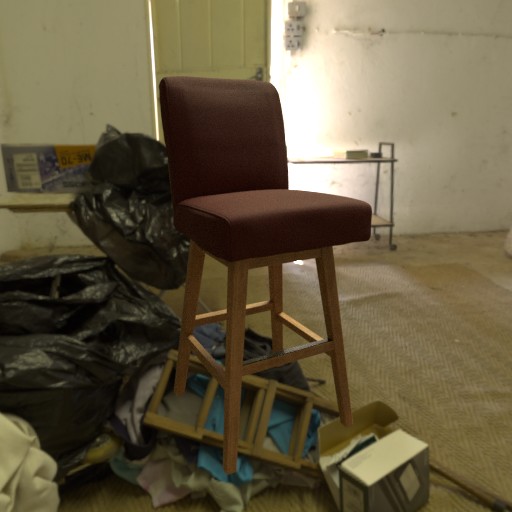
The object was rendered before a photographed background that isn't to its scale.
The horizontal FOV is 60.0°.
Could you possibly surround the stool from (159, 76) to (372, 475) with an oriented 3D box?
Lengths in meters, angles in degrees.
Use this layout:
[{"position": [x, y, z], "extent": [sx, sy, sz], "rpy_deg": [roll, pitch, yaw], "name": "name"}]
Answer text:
[{"position": [0.000, 0.000, 1.404], "extent": [0.468, 1.093, 0.562], "rpy_deg": [-9, 18, -27], "name": "stool"}]
